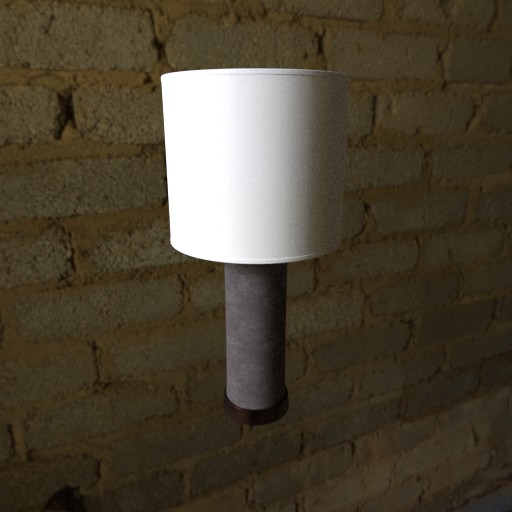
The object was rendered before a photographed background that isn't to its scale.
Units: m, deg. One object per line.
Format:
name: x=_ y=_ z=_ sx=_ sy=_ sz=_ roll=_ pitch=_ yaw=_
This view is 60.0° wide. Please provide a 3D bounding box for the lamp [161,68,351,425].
lamp: x=0.000 y=0.000 z=0.806 sx=0.301 sy=0.630 sz=0.301 roll=9 pitch=19 yaw=25
